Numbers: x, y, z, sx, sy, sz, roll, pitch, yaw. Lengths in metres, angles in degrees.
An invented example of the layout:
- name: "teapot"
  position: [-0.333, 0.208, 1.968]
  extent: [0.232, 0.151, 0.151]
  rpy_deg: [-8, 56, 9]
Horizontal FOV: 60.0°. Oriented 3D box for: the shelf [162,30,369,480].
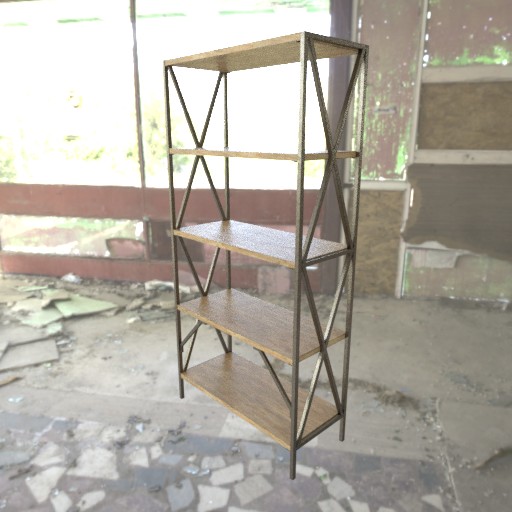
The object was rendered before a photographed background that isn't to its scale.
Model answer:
- name: "shelf"
  position: [0.000, 0.000, 2.145]
  extent: [0.386, 1.803, 0.874]
  rpy_deg: [-14, 21, -42]
